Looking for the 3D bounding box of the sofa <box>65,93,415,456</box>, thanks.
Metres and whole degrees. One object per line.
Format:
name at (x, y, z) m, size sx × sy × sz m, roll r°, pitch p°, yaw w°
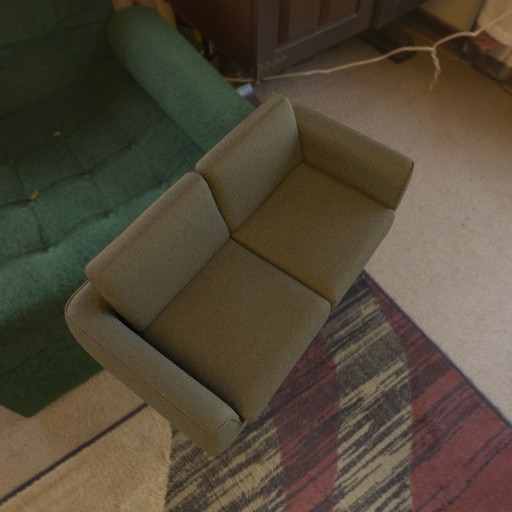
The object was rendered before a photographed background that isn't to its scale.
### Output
sofa at (0.000, 0.000, 2.231) m, size 0.920 × 0.850 × 1.700 m, roll 32°, pitch 64°, yaw 18°
